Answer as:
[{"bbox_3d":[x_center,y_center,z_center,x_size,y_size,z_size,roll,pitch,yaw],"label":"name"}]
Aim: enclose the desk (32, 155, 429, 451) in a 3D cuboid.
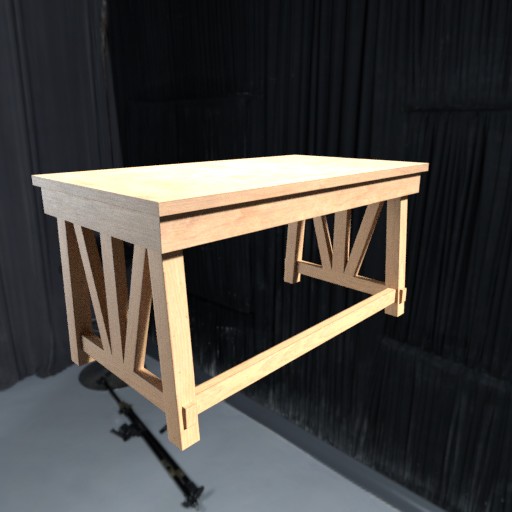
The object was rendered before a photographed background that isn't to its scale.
[{"bbox_3d":[0.000,0.000,1.958,0.813,0.762,1.499,16,23,42],"label":"desk"}]
